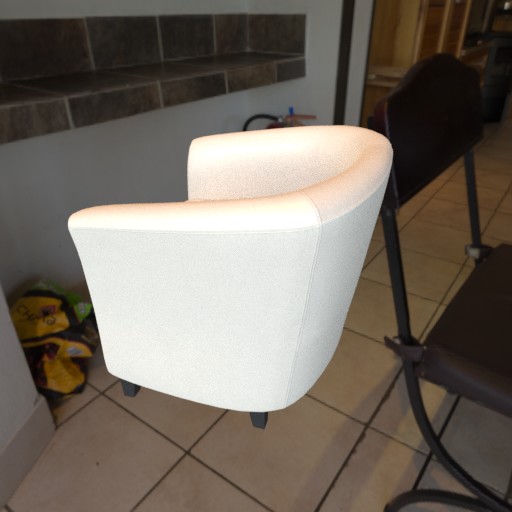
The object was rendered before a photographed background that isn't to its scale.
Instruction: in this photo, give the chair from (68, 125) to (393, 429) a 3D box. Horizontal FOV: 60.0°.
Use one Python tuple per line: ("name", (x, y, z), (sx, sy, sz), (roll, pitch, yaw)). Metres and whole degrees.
("chair", (0.000, 0.000, 1.390), (0.727, 0.756, 0.792), (8, 30, 15))
